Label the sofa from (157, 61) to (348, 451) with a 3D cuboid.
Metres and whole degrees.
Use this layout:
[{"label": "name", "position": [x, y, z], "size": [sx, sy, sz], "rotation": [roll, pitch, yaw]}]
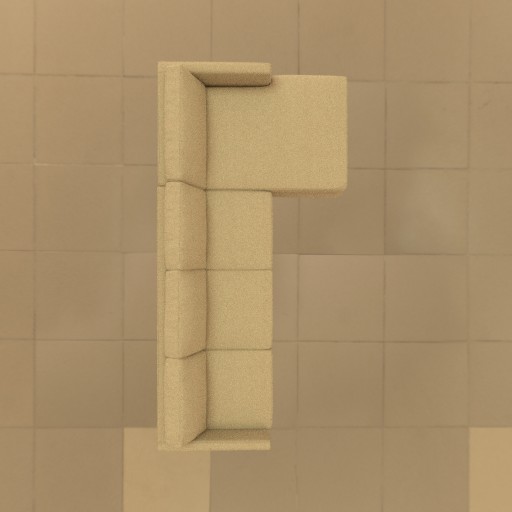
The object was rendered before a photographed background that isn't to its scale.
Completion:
[{"label": "sofa", "position": [0.000, 0.000, 3.856], "size": [1.622, 0.867, 3.177], "rotation": [0, 90, -1]}]
